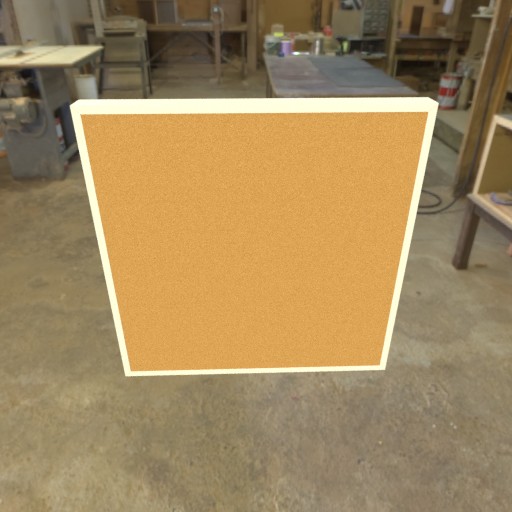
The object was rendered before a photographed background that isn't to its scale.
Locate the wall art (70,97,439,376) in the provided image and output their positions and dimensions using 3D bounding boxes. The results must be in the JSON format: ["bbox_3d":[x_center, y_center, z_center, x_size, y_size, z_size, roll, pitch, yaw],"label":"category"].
[{"bbox_3d":[0.000,0.000,0.757,0.509,0.509,0.040,-1,30,-2],"label":"wall art"}]
